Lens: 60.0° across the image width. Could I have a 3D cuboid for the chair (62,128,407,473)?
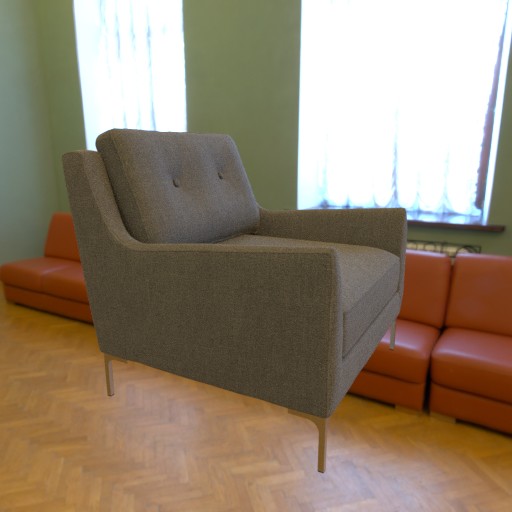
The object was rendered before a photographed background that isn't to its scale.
[{"bbox_3d":[0.000,0.000,1.508,0.849,0.828,0.847,7,15,28],"label":"chair"}]
